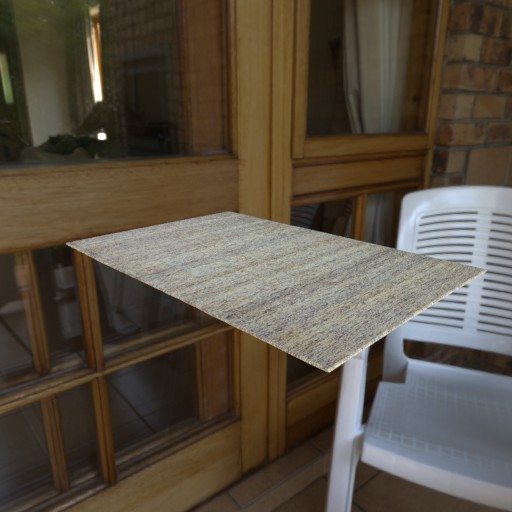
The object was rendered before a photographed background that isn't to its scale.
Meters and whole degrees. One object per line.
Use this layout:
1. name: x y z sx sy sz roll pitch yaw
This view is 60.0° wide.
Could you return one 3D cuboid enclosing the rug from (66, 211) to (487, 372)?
1. rug: 0.000 0.000 2.300 1.243 0.014 1.846 -17 24 -42
